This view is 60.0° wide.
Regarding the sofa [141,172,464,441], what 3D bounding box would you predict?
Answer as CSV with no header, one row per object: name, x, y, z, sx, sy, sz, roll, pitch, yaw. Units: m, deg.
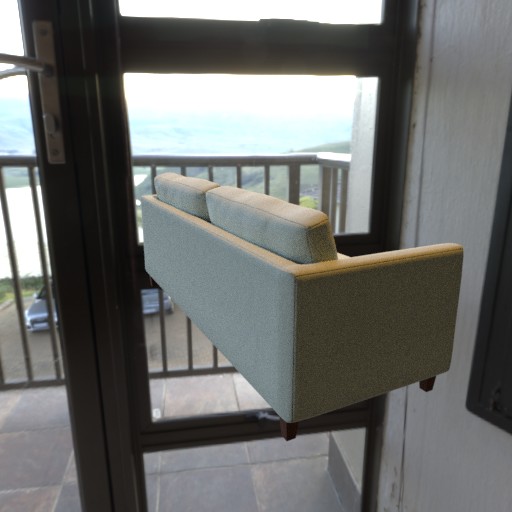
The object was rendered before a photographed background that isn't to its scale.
sofa,0.000,0.000,2.898,0.948,0.965,2.434,-8,17,-26
